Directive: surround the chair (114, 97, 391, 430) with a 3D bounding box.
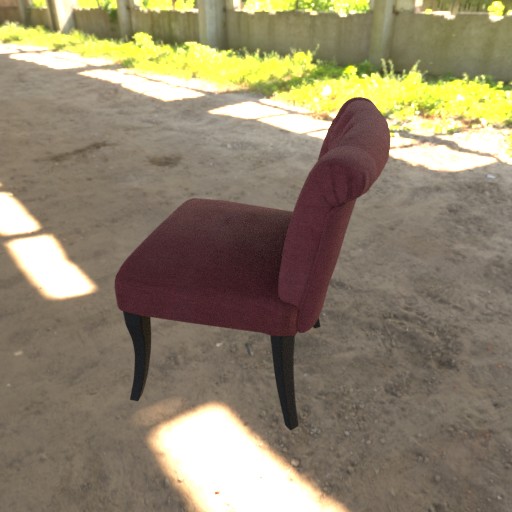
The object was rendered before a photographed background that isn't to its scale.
[{"bbox_3d":[0.000,0.000,1.194,0.605,0.750,0.582,7,31,13],"label":"chair"}]
